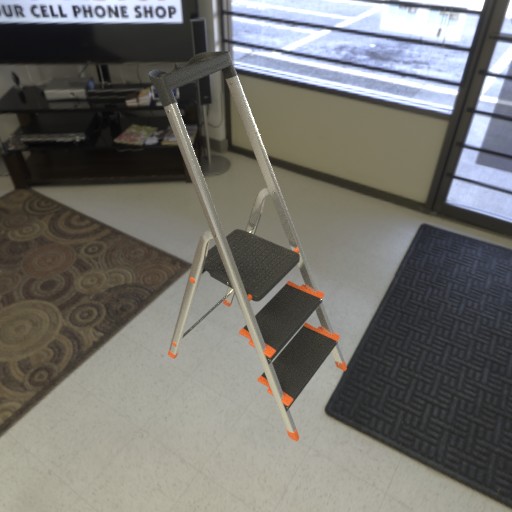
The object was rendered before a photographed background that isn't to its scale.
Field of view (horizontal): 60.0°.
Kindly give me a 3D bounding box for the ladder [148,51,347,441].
[{"bbox_3d":[0.000,0.000,1.564,0.686,1.229,0.416,25,47,27],"label":"ladder"}]
